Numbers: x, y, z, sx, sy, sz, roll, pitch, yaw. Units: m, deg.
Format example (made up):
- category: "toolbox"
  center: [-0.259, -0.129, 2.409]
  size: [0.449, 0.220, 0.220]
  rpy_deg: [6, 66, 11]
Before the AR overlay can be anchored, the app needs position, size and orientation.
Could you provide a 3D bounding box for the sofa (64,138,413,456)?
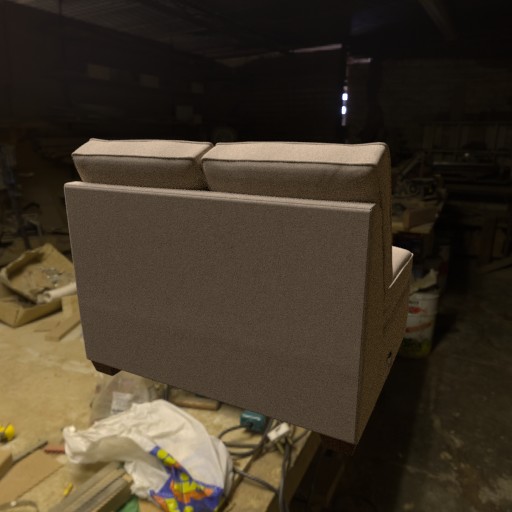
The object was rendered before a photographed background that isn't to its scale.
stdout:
- category: "sofa"
  center: [0.000, 0.000, 1.964]
  size: [1.237, 1.008, 0.951]
  rpy_deg: [8, 18, 26]
